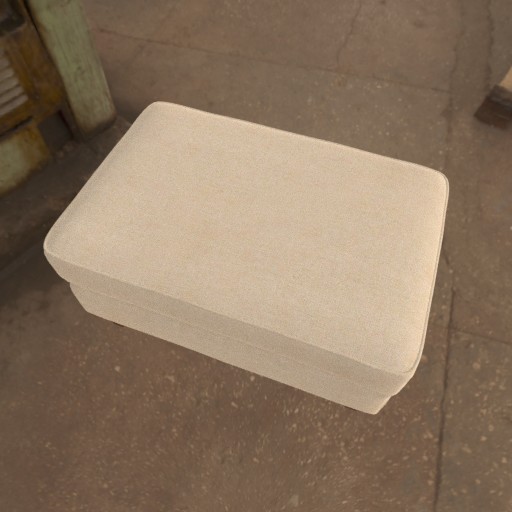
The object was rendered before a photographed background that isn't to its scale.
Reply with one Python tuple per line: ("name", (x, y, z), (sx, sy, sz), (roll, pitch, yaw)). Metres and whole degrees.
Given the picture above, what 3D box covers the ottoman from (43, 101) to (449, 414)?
("ottoman", (0.000, 0.000, 1.226), (0.862, 0.484, 0.583), (17, 58, 11))
